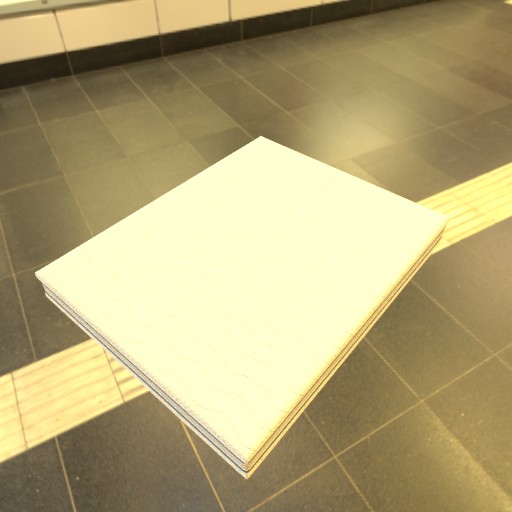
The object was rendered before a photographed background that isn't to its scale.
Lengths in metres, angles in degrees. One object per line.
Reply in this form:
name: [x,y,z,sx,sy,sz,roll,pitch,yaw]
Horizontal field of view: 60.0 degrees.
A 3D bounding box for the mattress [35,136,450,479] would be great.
mattress: [0.000,0.000,2.755,1.600,0.230,2.000,31,52,27]
